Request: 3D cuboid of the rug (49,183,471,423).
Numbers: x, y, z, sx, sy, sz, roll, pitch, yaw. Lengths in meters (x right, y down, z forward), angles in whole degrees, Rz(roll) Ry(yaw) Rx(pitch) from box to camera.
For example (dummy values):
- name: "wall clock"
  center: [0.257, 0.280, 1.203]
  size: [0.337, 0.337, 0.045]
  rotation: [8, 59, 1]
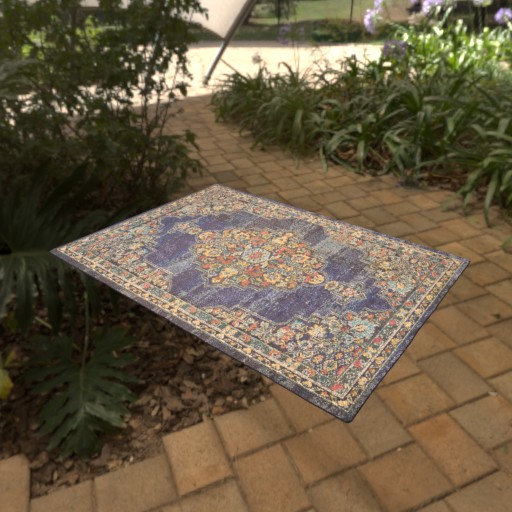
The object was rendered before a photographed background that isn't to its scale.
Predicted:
- name: "rug"
  center: [0.000, 0.000, 2.883]
  size: [2.232, 0.009, 1.630]
  rotation: [22, 36, 33]
